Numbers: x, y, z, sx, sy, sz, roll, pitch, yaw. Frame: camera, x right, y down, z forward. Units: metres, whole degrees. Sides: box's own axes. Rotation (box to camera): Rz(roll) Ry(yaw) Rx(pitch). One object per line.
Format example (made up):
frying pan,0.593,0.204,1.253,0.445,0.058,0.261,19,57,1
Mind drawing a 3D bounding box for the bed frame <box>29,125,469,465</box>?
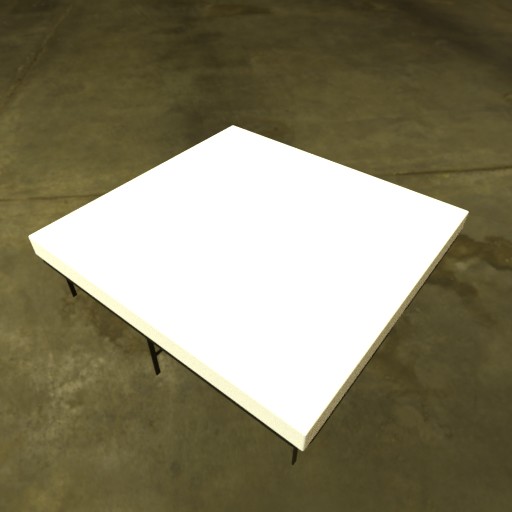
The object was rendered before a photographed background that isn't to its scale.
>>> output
bed frame,0.000,0.000,2.991,2.032,0.559,1.930,28,49,27
